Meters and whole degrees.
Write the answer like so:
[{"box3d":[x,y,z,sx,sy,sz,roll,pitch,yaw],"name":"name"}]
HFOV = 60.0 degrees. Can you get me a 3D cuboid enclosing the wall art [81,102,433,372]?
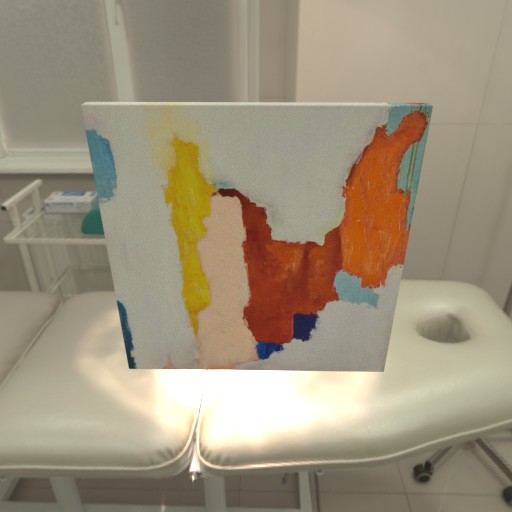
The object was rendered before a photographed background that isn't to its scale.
[{"box3d":[0.000,0.000,1.233,0.814,0.814,0.037,0,29,1],"name":"wall art"}]
